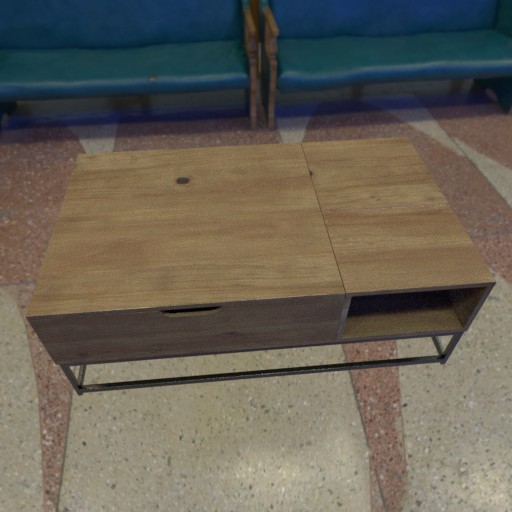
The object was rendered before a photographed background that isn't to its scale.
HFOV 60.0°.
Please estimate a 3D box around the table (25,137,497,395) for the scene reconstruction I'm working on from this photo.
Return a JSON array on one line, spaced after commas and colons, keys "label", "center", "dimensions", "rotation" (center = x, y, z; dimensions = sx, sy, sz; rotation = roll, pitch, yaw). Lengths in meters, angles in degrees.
[{"label": "table", "center": [0.000, 0.000, 1.395], "dimensions": [1.101, 0.395, 0.655], "rotation": [-4, 46, -4]}]
